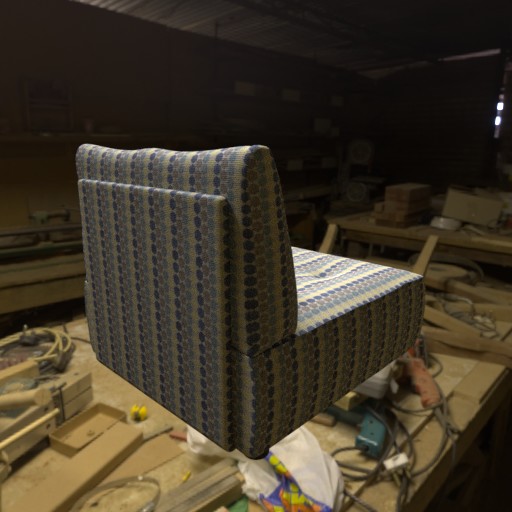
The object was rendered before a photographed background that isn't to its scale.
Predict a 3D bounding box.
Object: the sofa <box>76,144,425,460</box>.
[{"bbox_3d":[0.000,0.000,1.695,0.930,0.830,1.000,14,20,43],"label":"sofa"}]
